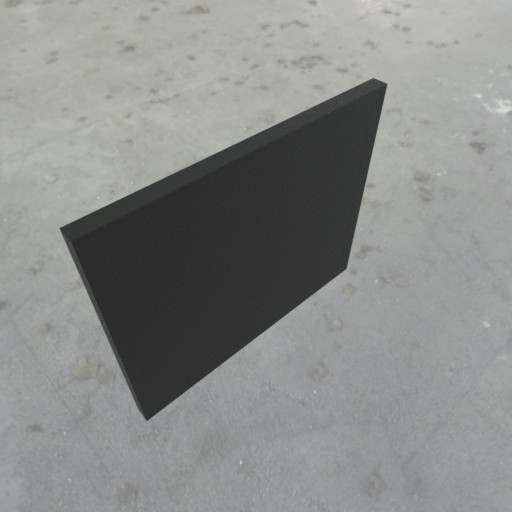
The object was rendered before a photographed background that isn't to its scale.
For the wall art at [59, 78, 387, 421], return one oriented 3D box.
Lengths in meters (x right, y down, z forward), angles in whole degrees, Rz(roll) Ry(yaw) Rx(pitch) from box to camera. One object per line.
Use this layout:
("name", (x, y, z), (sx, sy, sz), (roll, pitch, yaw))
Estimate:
("wall art", (0.000, 0.000, 0.776), (0.558, 0.457, 0.029), (-33, 55, -27))
